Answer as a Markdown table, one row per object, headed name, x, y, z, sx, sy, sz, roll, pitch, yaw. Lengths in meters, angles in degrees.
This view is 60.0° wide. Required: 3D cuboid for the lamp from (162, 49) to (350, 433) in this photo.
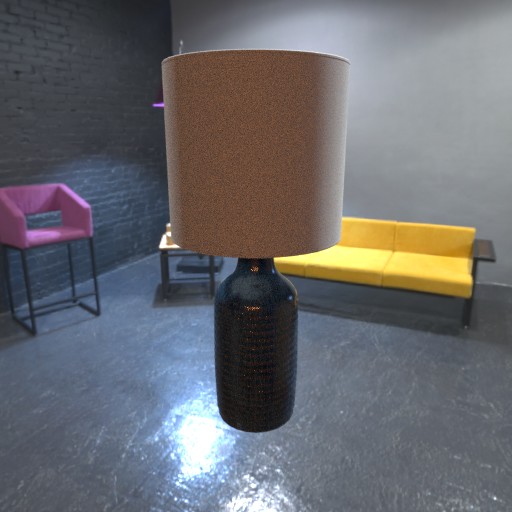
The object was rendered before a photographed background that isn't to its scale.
| name | x | y | z | sx | sy | sz | roll | pitch | yaw |
| --- | --- | --- | --- | --- | --- | --- | --- | --- | --- |
| lamp | 0.000 | 0.000 | 0.595 | 0.220 | 0.475 | 0.220 | 8 | 18 | 27 |
